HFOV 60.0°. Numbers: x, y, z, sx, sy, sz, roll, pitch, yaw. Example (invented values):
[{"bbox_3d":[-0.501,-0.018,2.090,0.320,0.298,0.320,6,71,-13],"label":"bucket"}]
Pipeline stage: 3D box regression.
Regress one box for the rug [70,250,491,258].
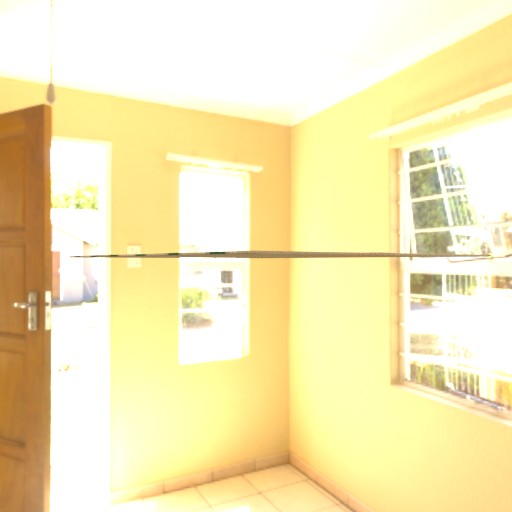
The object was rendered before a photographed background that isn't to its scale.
[{"bbox_3d":[0.000,0.000,4.019,2.434,0.019,3.041,1,-1,-37],"label":"rug"}]
